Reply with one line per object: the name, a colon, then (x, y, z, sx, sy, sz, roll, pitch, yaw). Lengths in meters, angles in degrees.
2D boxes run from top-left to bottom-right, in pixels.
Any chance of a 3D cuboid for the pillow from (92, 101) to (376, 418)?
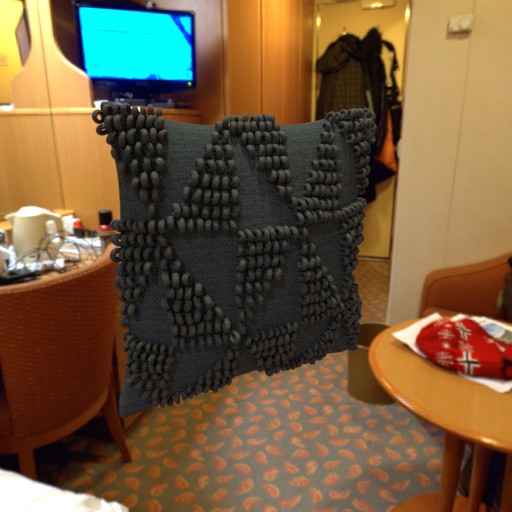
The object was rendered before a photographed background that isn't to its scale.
pillow: (0.000, 0.000, 0.722, 0.469, 0.466, 0.172, -9, 18, -27)
